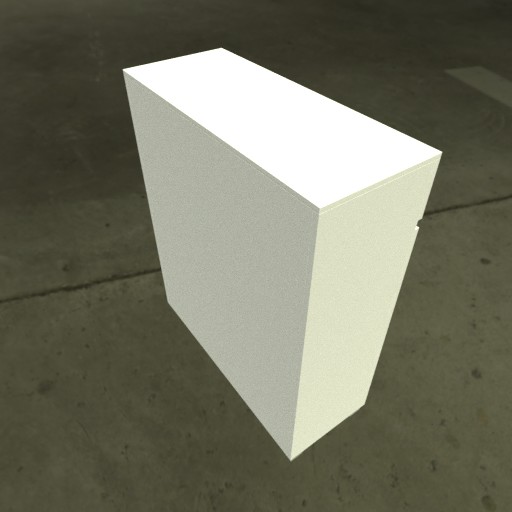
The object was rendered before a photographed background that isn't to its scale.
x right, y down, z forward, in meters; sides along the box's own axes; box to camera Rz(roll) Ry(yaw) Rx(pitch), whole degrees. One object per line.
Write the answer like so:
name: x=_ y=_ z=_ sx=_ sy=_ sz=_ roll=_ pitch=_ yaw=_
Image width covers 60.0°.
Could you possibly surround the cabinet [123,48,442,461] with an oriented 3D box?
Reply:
cabinet: x=0.000 y=0.000 z=1.692 sx=0.400 sy=1.190 sz=1.000 roll=-26 pitch=48 yaw=-26
